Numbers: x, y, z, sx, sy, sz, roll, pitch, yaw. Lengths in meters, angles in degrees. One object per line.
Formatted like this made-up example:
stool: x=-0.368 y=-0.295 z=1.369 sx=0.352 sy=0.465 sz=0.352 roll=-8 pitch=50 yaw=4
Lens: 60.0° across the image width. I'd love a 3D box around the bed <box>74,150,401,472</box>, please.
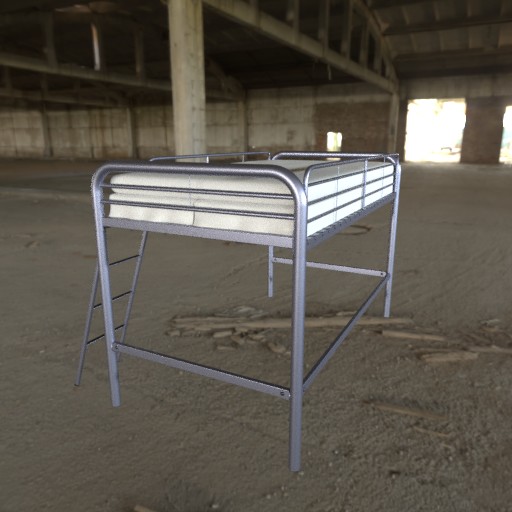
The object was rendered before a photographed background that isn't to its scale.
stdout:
bed: x=0.000 y=0.000 z=2.883 sx=1.415 sy=1.288 sz=1.965 roll=8 pitch=17 yaw=26
